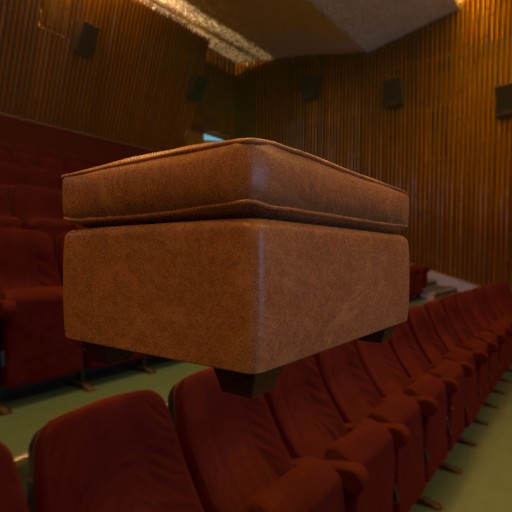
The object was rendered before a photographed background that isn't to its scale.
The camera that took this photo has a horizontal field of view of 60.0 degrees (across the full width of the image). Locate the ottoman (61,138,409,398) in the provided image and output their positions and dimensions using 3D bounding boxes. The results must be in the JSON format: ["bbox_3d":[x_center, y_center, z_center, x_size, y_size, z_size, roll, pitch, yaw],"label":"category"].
[{"bbox_3d":[0.000,0.000,1.115,0.554,0.468,0.756,0,0,36],"label":"ottoman"}]
